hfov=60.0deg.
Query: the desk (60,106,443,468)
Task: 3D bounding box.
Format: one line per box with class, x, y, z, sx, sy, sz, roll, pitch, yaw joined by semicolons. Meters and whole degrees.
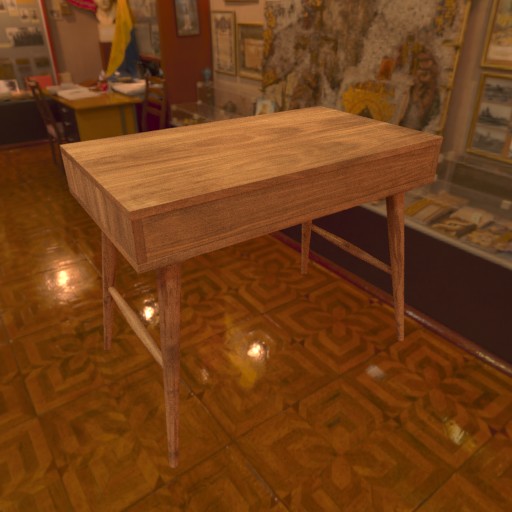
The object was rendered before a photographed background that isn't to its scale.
desk;0.000;0.000;1.451;0.949;0.758;0.588;-19;35;-29
